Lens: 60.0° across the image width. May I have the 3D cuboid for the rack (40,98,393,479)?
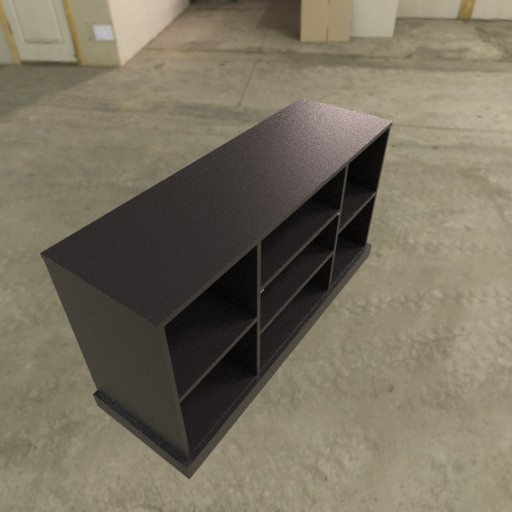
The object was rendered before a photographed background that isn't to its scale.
[{"bbox_3d":[0.000,0.000,1.514,0.399,0.635,1.206,25,46,26],"label":"rack"}]
